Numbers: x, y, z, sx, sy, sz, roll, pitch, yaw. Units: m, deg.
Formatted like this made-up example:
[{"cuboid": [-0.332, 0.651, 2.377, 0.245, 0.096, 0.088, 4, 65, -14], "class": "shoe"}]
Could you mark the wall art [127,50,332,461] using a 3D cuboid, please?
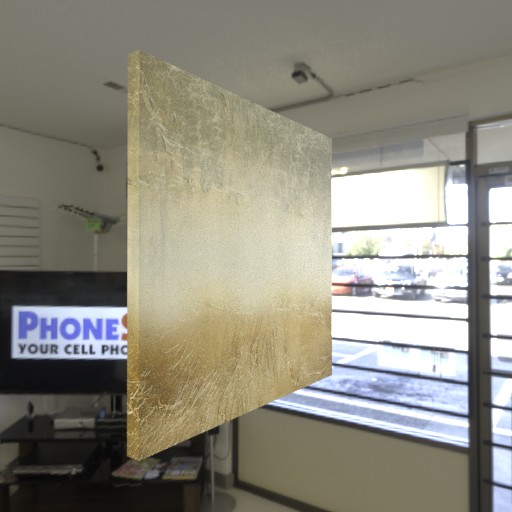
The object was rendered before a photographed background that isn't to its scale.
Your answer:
[{"cuboid": [0.000, 0.000, 1.626, 0.051, 1.091, 1.092, 0, 0, 37], "class": "wall art"}]
